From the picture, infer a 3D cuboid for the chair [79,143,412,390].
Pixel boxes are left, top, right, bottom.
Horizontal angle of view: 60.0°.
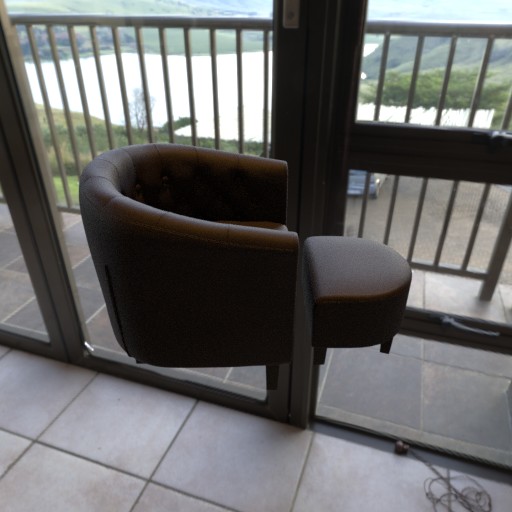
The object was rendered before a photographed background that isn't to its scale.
[{"bbox_3d":[0.000,0.000,1.698,1.191,0.760,0.763,0,30,1],"label":"chair"}]
